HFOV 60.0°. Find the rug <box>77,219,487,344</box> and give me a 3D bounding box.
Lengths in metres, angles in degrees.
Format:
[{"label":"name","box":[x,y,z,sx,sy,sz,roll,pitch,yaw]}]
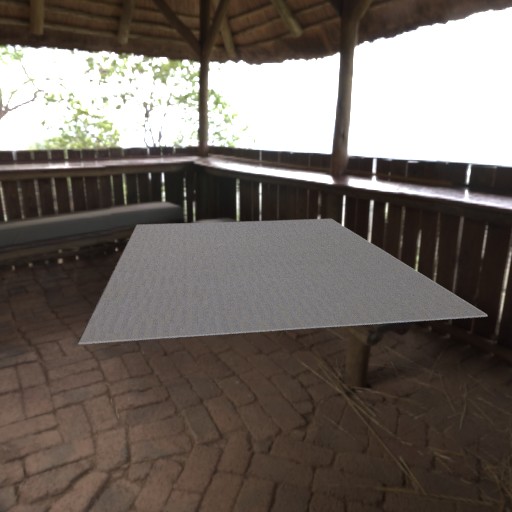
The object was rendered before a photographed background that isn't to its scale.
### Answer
[{"label":"rug","box":[0.000,0.000,3.993,2.410,0.021,3.055,-2,16,-8]}]
